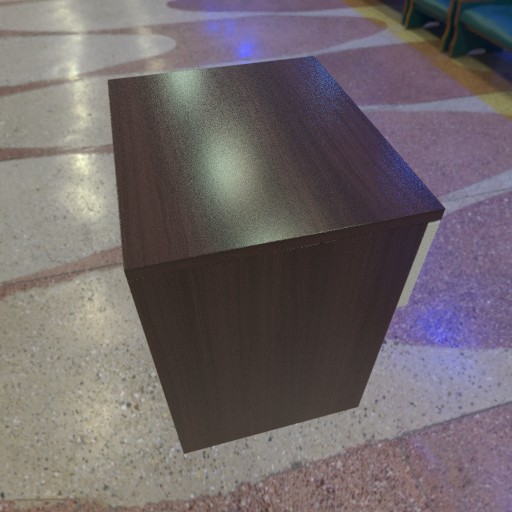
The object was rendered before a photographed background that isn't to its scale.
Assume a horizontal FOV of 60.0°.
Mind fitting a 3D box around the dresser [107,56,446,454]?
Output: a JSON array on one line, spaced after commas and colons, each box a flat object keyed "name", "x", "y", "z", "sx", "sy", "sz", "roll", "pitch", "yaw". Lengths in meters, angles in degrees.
[{"name": "dresser", "x": 0.000, "y": 0.000, "z": 0.743, "sx": 0.360, "sy": 0.470, "sz": 0.400, "roll": -11, "pitch": 48, "yaw": -10}]
